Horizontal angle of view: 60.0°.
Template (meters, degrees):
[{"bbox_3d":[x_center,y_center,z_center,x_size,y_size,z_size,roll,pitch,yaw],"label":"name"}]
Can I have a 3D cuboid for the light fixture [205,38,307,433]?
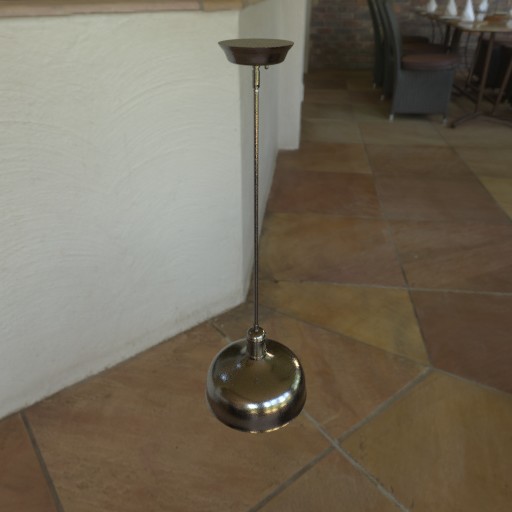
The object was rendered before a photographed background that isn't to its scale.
[{"bbox_3d":[0.000,0.000,1.072,0.299,0.935,0.299,-20,37,-29],"label":"light fixture"}]
